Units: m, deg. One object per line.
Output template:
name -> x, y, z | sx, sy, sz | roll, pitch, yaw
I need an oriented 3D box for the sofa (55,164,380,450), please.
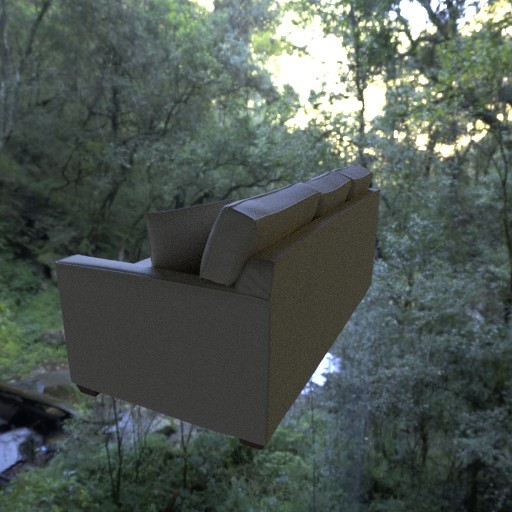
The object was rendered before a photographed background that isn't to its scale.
sofa -> 0.000, 0.000, 2.567 | 1.034, 0.946, 1.963 | 8, 18, 24
